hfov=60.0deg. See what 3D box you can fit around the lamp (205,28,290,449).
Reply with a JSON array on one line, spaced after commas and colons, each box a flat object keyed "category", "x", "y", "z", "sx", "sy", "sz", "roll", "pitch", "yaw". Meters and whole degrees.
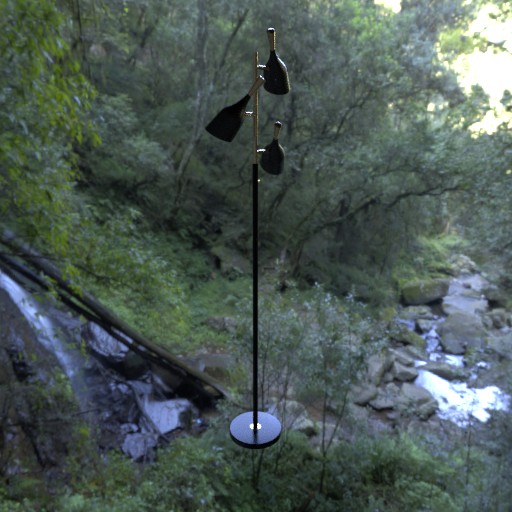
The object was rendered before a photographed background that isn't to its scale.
[{"category": "lamp", "x": 0.000, "y": 0.000, "z": 1.924, "sx": 0.434, "sy": 1.778, "sz": 0.253, "roll": -14, "pitch": 21, "yaw": -41}]
